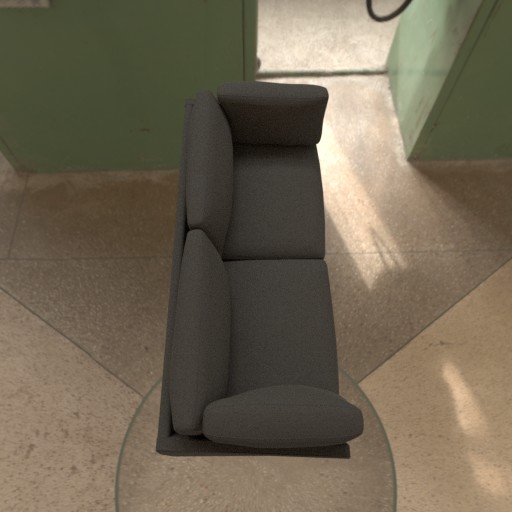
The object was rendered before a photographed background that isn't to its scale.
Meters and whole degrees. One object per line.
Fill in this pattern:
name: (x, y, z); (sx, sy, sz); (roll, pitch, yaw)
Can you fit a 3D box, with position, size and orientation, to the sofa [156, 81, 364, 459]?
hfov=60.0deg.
sofa: (0.000, 0.000, 2.758); (0.969, 0.792, 2.312); (0, 64, 0)
